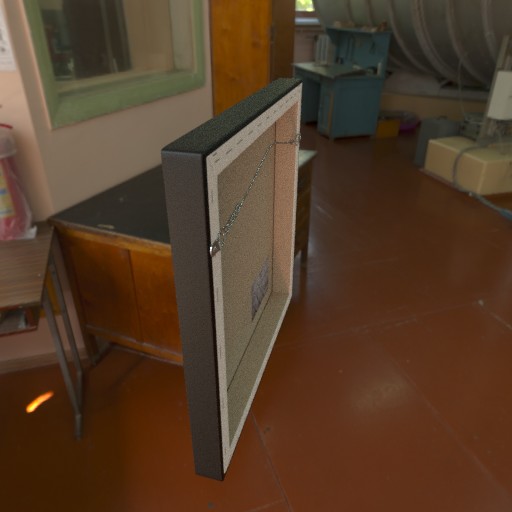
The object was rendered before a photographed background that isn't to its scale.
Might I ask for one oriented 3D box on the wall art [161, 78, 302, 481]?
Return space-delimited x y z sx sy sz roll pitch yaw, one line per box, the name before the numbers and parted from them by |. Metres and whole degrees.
wall art | 0.000 0.000 0.610 0.041 0.407 0.406 8 30 14
